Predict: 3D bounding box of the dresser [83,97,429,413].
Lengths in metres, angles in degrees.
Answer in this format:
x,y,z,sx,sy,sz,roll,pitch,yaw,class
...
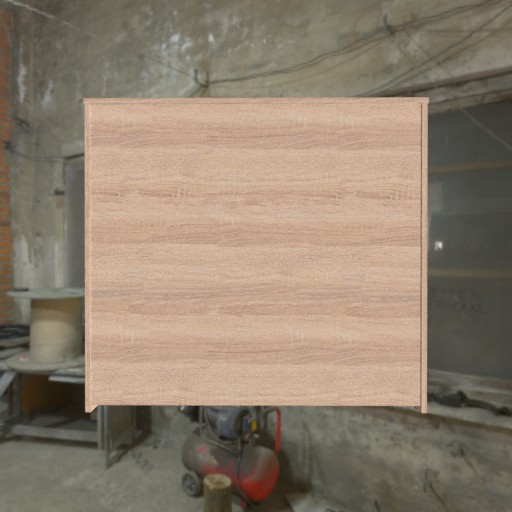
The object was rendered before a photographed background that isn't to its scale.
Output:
x,y,z,sx,sy,sz,roll,pitch,yaw,class
0.000,0.000,1.450,0.980,0.900,0.380,0,0,0,dresser
